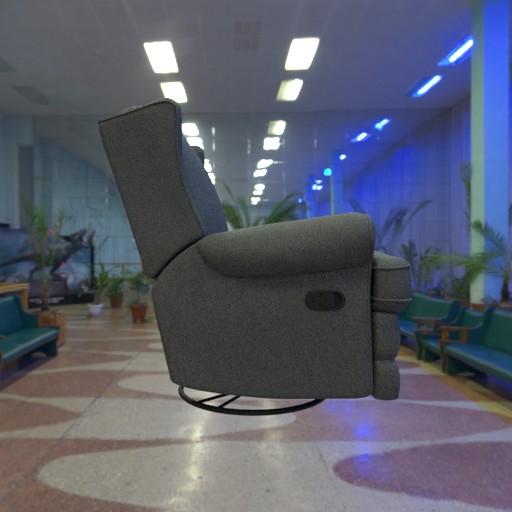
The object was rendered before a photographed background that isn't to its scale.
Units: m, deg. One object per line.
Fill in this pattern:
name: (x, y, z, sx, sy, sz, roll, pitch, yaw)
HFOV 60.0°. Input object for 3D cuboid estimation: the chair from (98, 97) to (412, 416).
chair: (0.000, 0.000, 1.680, 0.969, 1.011, 0.847, 0, 1, 0)
